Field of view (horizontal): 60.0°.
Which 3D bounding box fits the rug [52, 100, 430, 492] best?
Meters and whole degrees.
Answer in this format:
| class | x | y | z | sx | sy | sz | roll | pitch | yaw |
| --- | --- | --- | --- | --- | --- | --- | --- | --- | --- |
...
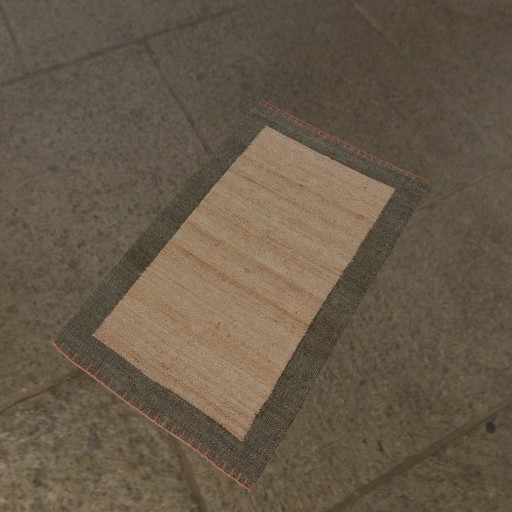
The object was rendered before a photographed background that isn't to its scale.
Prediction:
| class | x | y | z | sx | sy | sz | roll | pitch | yaw |
| --- | --- | --- | --- | --- | --- | --- | --- | --- | --- |
| rug | 0.000 | 0.000 | 3.012 | 1.521 | 0.006 | 2.435 | 31 | 68 | 14 |
